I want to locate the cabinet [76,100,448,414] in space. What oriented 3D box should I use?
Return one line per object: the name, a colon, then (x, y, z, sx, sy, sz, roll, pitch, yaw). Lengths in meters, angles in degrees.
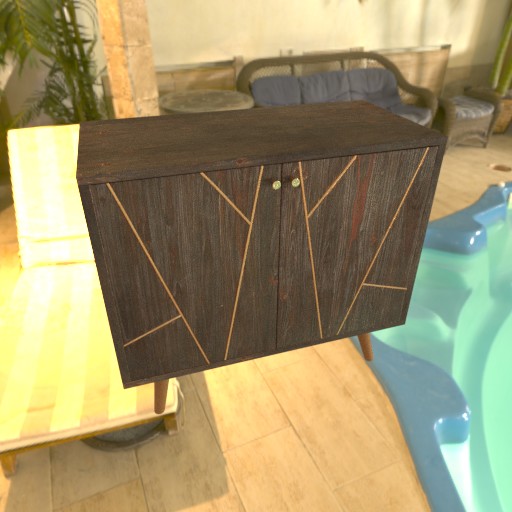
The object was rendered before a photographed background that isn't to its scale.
cabinet: (0.000, 0.000, 1.578, 1.023, 0.897, 0.529, -10, 33, -15)
